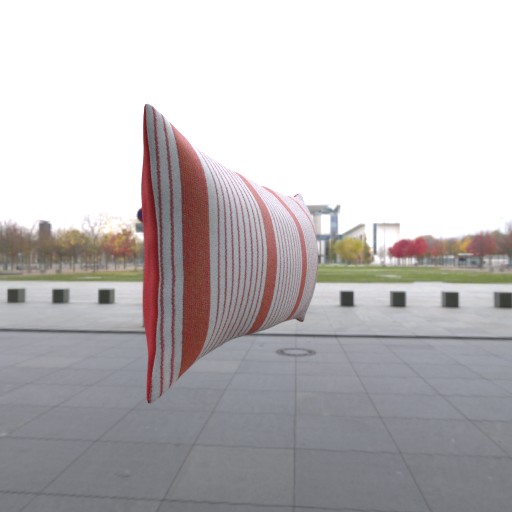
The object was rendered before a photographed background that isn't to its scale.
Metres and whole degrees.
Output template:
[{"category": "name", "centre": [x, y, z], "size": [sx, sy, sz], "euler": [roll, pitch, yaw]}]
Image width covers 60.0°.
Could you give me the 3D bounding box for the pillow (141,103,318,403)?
[{"category": "pillow", "centre": [0.000, 0.000, 0.720], "size": [0.151, 0.297, 0.608], "euler": [0, -1, 20]}]
